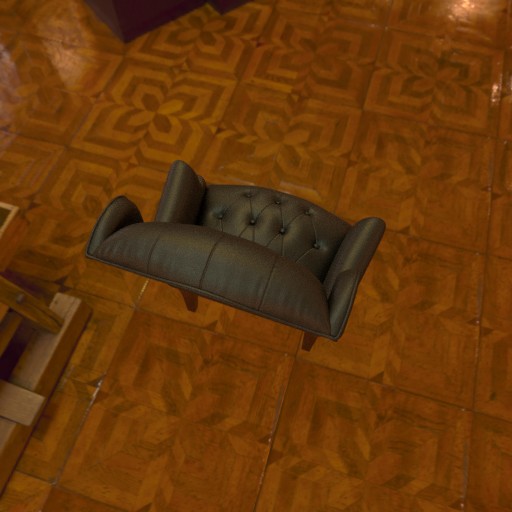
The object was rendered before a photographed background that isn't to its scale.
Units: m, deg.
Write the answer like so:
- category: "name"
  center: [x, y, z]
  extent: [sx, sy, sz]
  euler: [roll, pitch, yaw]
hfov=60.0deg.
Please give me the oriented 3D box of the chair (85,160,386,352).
- category: "chair"
  center: [0.000, 0.000, 1.659]
  extent: [0.838, 1.111, 0.762]
  euler: [18, 65, 9]
